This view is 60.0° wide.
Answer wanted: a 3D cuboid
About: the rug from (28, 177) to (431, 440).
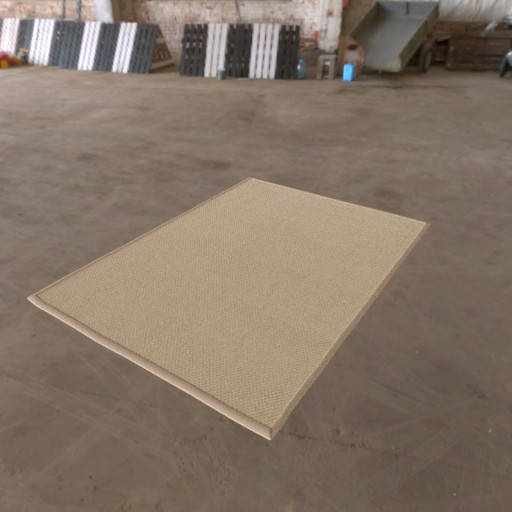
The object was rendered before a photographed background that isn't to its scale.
[{"bbox_3d":[0.000,0.000,2.693,1.525,0.020,2.081,19,37,29],"label":"rug"}]
